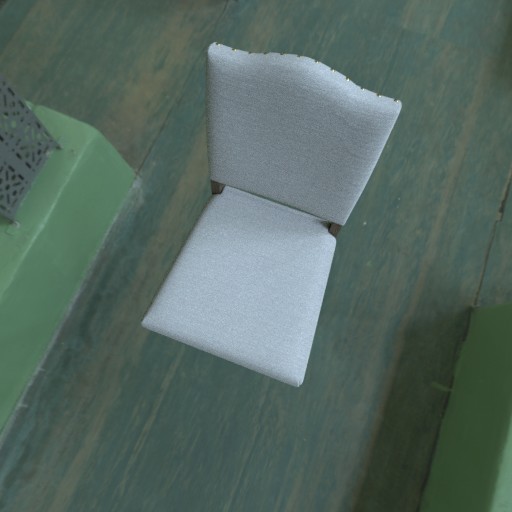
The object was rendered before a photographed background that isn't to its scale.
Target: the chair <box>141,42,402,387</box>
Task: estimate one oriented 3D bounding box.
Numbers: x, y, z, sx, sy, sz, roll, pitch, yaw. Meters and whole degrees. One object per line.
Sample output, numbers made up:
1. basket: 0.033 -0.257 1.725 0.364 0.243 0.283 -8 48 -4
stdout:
1. chair: 0.000 0.000 1.322 0.508 1.020 0.620 20 75 6
